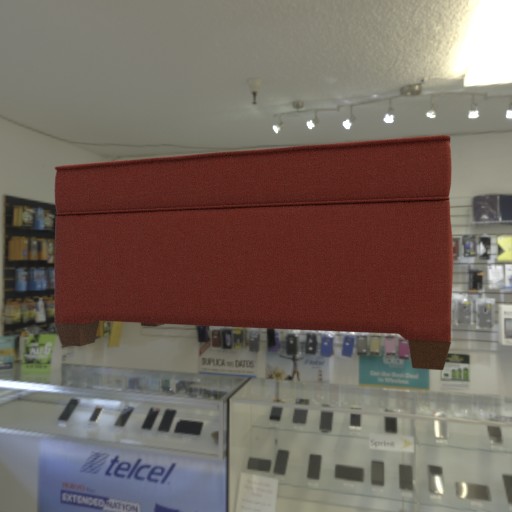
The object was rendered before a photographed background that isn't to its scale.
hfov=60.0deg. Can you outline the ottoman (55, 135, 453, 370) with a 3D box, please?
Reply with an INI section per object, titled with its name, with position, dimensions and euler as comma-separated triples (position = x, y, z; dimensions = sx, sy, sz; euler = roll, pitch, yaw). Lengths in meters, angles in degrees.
[ottoman]
position = 0.000, 0.000, 1.194
dimensions = 0.948, 0.454, 0.497
euler = 0, -1, 17
